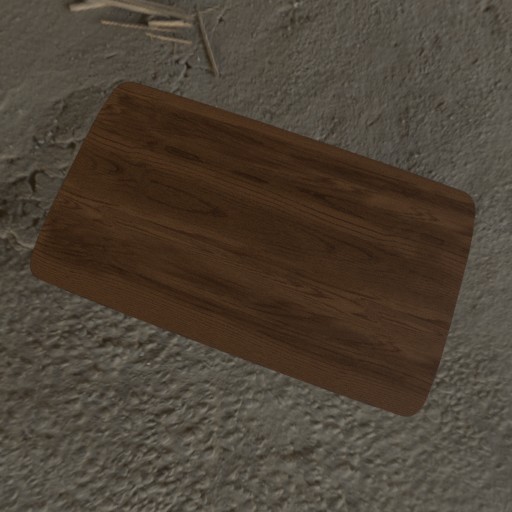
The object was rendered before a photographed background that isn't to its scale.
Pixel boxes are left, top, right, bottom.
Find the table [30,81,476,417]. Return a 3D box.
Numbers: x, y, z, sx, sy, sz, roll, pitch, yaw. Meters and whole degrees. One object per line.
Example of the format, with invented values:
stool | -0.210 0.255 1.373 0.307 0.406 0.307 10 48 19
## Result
table | 0.000 0.000 2.144 1.643 0.765 0.949 20 78 4
